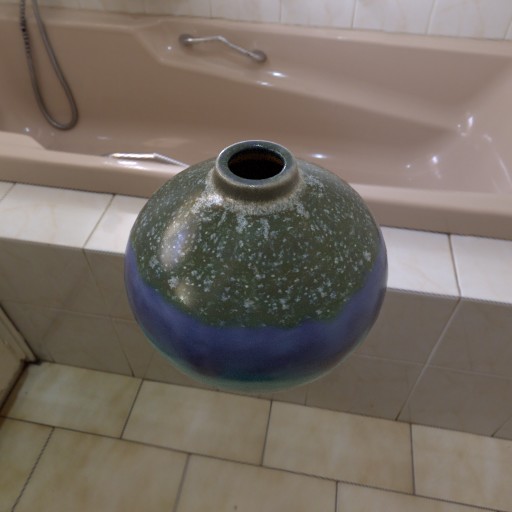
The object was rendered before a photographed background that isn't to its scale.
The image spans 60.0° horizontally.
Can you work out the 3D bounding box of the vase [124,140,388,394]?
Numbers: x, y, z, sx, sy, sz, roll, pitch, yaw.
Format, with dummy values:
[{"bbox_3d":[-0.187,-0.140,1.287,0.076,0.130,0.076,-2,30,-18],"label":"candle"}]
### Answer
[{"bbox_3d":[0.000,0.000,0.262,0.154,0.133,0.154,0,47,0],"label":"vase"}]
